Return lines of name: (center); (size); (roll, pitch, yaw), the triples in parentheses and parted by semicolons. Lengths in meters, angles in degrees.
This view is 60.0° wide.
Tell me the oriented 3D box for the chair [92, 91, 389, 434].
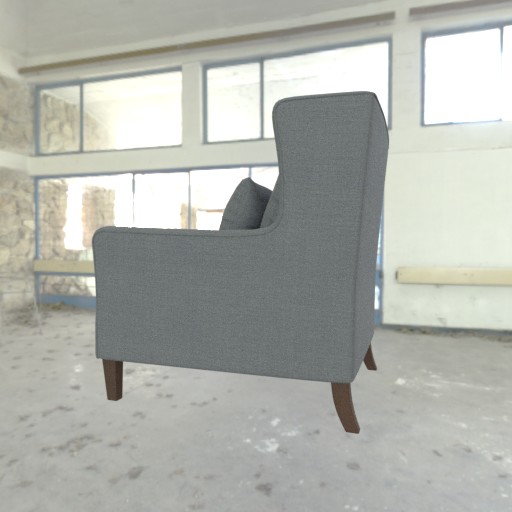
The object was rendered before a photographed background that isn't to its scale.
chair: (0.000, 0.000, 1.839); (1.040, 1.056, 0.866); (0, 1, 19)
